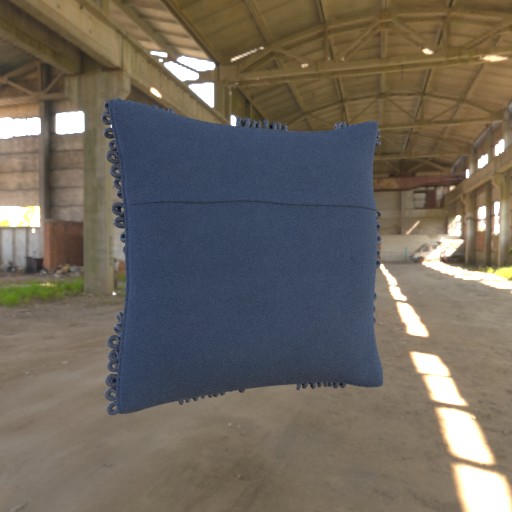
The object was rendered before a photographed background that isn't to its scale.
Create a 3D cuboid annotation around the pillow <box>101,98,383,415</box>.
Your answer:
[{"bbox_3d":[0.000,0.000,0.718,0.469,0.466,0.172,0,2,-18],"label":"pillow"}]
